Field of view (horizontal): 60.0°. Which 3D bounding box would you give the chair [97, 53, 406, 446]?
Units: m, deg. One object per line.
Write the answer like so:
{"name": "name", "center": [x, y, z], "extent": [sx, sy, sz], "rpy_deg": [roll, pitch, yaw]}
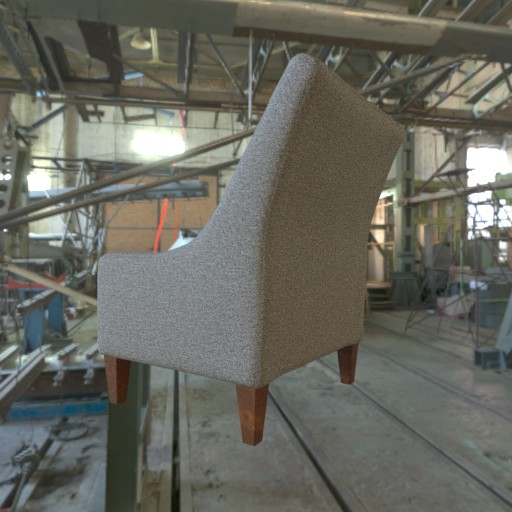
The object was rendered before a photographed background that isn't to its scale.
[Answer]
{"name": "chair", "center": [0.000, 0.000, 1.609], "extent": [0.870, 1.016, 0.774], "rpy_deg": [1, 1, 34]}
